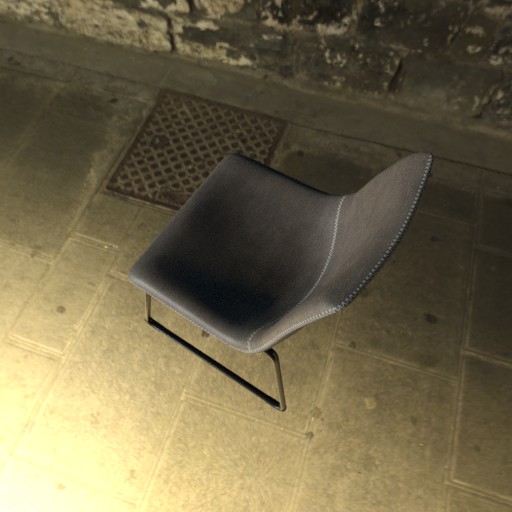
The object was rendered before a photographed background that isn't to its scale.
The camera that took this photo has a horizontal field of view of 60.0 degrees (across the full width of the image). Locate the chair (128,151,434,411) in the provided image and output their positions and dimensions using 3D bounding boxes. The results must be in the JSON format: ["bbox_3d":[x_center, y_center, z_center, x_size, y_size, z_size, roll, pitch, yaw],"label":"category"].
[{"bbox_3d":[0.000,0.000,1.086,0.550,0.780,0.460,30,67,14],"label":"chair"}]
